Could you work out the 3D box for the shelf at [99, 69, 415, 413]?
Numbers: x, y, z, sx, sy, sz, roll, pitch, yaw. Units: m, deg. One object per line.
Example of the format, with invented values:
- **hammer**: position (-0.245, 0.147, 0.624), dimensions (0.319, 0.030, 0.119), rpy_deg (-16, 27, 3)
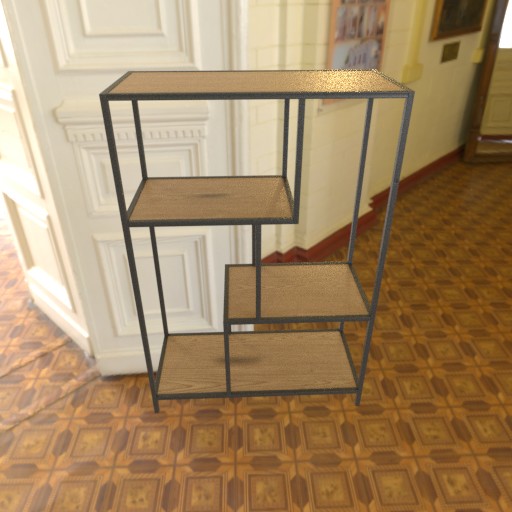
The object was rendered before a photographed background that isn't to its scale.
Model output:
- **shelf**: position (0.000, 0.000, 1.521), dimensions (0.770, 1.138, 0.350), rpy_deg (-1, 31, -2)
